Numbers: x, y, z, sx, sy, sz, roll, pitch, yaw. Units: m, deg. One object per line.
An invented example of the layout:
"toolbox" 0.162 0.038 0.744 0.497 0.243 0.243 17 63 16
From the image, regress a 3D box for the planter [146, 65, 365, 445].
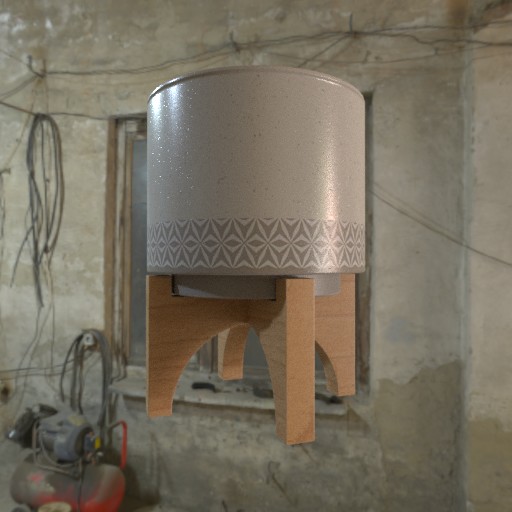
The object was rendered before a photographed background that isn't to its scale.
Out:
"planter" 0.000 0.000 0.271 0.130 0.178 0.130 0 0 0
